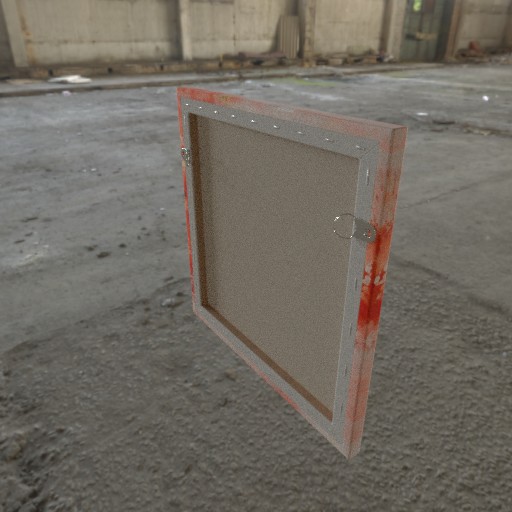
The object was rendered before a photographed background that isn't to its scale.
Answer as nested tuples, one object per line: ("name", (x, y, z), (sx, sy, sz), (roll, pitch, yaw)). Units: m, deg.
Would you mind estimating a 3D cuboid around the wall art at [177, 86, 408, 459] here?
("wall art", (0.000, 0.000, 1.126), (0.064, 0.746, 0.747), (-18, 32, -31))
